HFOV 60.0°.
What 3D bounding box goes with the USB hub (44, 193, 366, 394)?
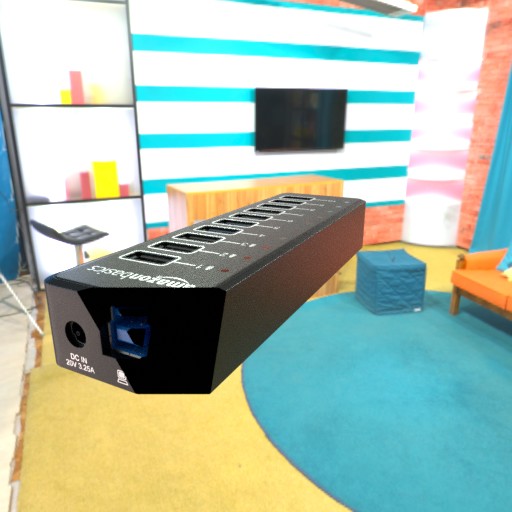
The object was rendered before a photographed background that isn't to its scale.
[{"bbox_3d":[0.000,0.000,0.161,0.044,0.023,0.145,9,19,26],"label":"USB hub"}]
